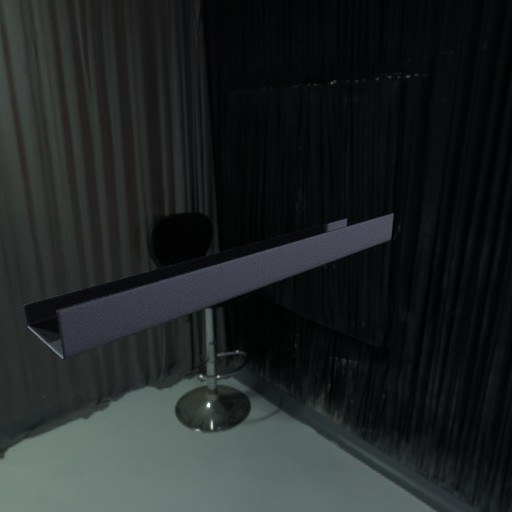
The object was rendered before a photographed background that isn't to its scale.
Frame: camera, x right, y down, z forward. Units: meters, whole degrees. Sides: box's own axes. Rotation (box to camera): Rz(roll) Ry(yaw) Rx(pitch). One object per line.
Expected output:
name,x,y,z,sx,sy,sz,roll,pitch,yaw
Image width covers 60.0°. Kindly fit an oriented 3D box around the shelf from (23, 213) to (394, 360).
shelf,0.000,0.000,0.646,0.605,0.053,0.102,-17,24,-42
